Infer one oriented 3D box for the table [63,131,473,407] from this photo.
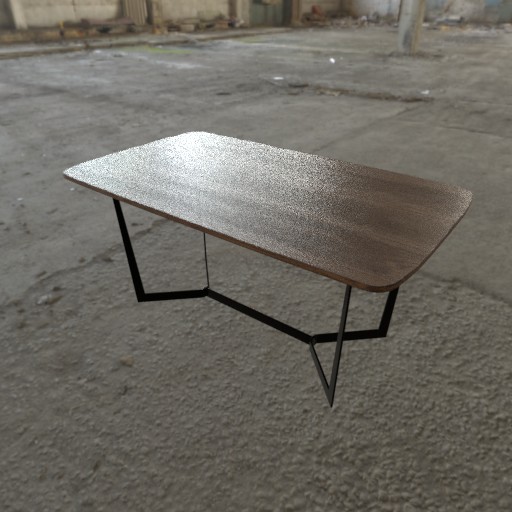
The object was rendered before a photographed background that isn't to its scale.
[{"bbox_3d":[0.000,0.000,2.132,1.643,0.765,0.949,21,36,31],"label":"table"}]
